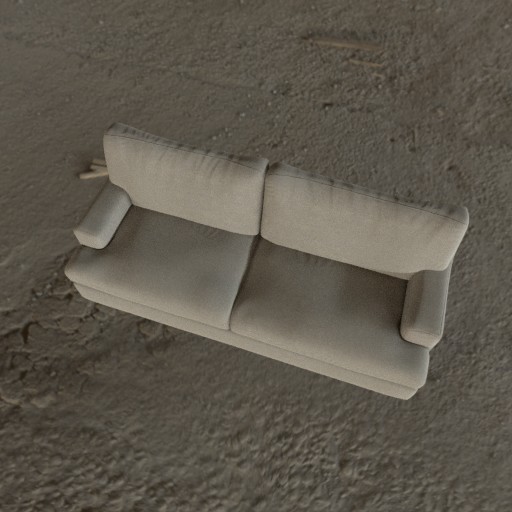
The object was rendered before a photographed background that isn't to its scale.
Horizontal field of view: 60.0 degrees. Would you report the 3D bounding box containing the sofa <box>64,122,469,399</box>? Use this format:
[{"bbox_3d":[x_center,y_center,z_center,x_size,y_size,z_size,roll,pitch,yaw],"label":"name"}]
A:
[{"bbox_3d":[0.000,0.000,2.823,2.354,0.980,0.962,16,60,9],"label":"sofa"}]
